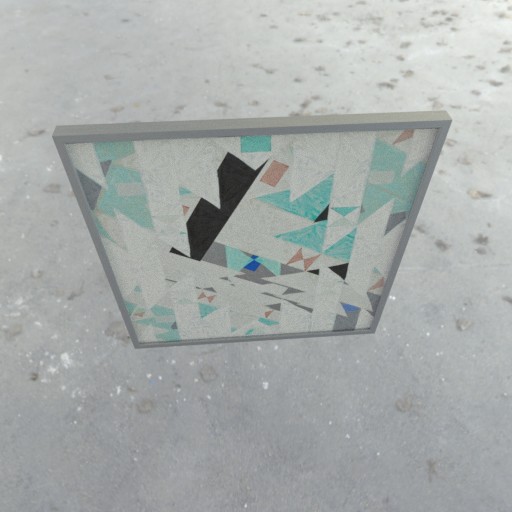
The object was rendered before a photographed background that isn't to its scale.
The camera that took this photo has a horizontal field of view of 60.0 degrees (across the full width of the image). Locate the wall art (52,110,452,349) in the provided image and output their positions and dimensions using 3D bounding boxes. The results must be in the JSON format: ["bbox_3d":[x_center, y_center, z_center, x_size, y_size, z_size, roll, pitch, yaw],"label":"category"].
[{"bbox_3d":[0.000,0.000,1.201,0.806,0.806,0.038,-3,48,-3],"label":"wall art"}]
